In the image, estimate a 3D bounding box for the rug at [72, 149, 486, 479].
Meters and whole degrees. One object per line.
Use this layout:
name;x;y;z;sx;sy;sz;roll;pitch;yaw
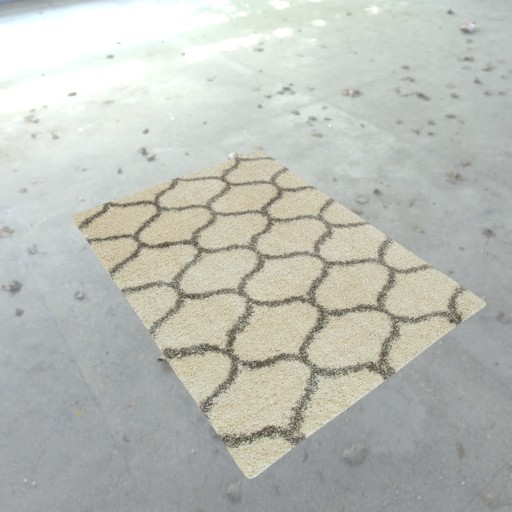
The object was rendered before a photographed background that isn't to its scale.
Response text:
rug;0.000;0.000;2.052;1.200;0.025;1.600;-26;48;-26
